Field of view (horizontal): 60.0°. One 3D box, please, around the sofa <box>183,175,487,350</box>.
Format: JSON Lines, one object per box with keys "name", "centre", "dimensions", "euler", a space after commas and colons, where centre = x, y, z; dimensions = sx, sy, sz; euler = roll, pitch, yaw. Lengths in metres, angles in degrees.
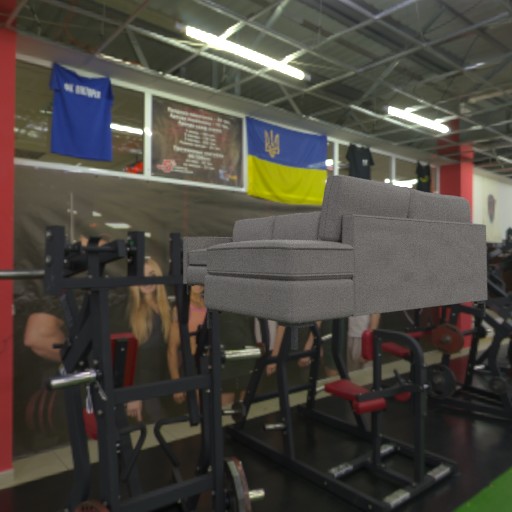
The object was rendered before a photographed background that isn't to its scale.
{"name": "sofa", "centre": [0.000, 0.000, 4.147], "dimensions": [2.077, 0.964, 3.331], "euler": [0, 0, -37]}
